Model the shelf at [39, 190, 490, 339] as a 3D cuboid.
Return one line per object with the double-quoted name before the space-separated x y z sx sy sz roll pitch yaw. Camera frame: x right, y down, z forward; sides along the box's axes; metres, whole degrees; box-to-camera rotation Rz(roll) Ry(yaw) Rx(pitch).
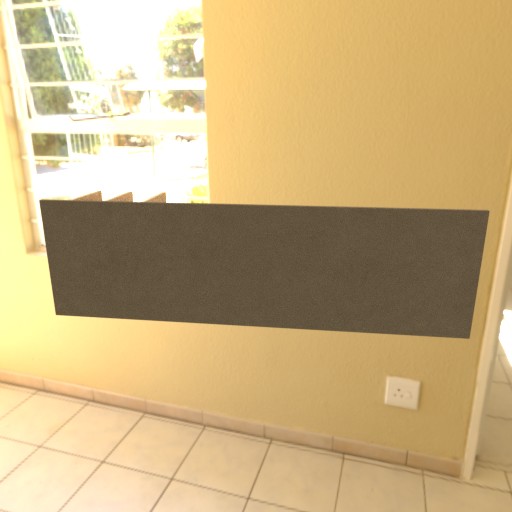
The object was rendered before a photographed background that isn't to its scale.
"shelf" 0.000 0.000 1.135 1.020 0.300 0.200 2 17 7
